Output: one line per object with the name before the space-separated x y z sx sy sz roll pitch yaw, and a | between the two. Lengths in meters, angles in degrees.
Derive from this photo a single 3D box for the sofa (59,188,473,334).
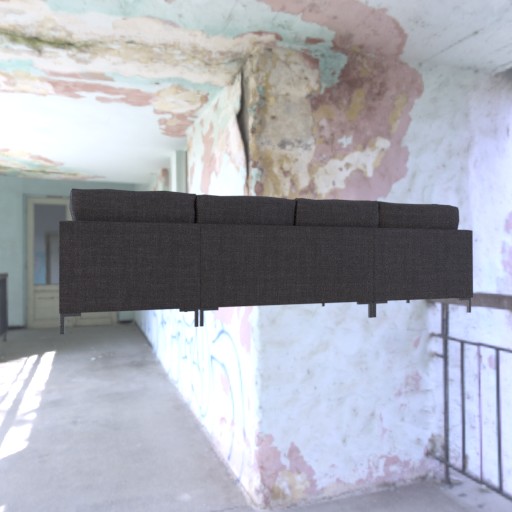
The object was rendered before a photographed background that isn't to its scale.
sofa | 0.000 0.000 4.331 3.423 0.999 2.048 0 0 -19
